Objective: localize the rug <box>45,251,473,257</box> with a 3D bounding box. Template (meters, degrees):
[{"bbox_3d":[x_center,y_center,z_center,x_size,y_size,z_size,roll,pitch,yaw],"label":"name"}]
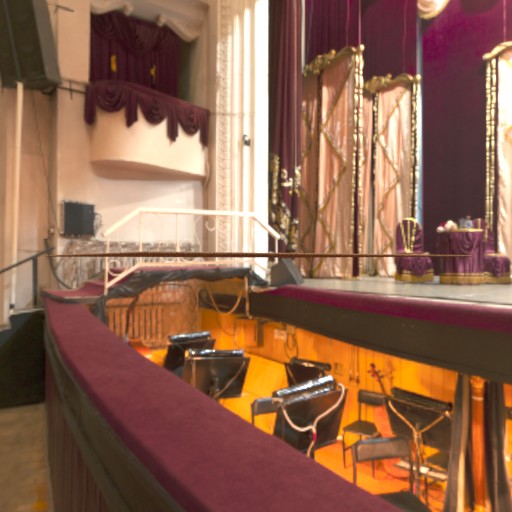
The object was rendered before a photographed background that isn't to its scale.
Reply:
[{"bbox_3d":[0.000,0.000,3.978,3.048,0.013,2.439,0,-1,-36],"label":"rug"}]
